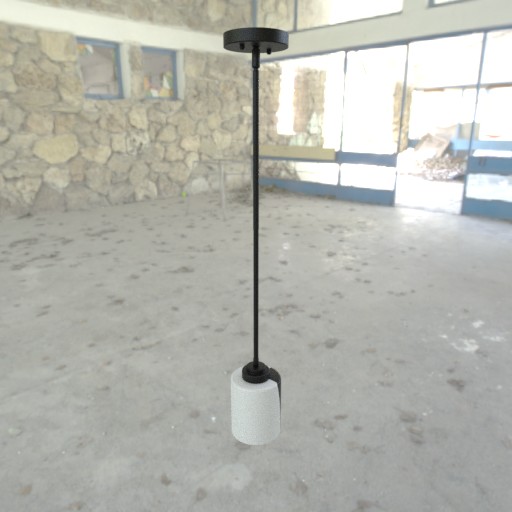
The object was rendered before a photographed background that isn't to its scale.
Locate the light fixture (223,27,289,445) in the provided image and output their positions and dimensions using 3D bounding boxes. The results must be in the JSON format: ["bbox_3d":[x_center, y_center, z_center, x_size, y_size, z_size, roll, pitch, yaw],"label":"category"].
[{"bbox_3d":[0.000,0.000,0.949,0.123,0.863,0.123,-15,22,-43],"label":"light fixture"}]
